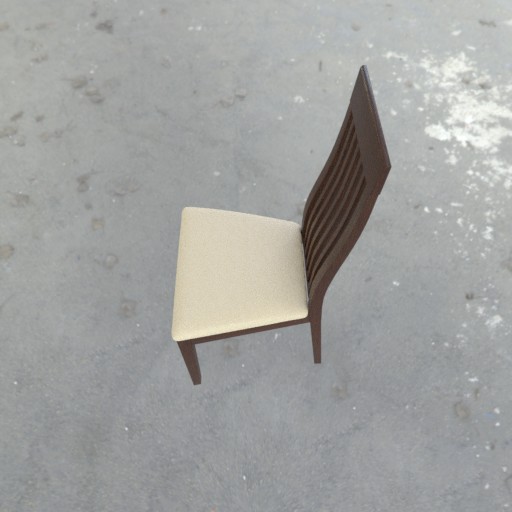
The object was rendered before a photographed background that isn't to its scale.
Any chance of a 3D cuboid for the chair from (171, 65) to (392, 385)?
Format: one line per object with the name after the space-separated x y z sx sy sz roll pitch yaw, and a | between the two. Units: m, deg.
0.000 0.000 1.281 0.474 1.027 0.460 -1 58 -1 | chair
